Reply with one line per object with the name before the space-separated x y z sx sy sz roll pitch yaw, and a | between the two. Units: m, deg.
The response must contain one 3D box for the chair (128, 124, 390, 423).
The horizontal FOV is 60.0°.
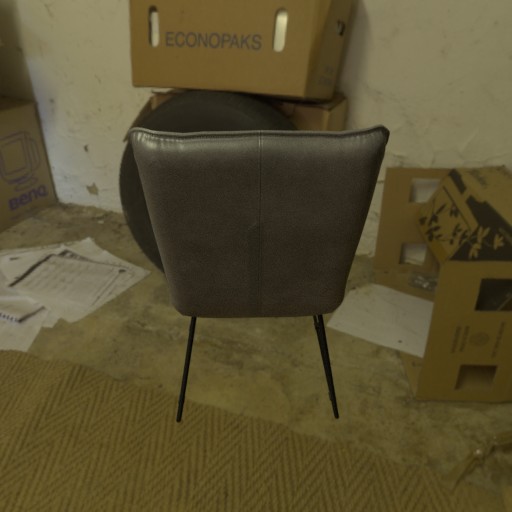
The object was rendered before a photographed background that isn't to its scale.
chair | 0.000 0.000 1.336 0.515 0.932 0.688 -1 31 -1
